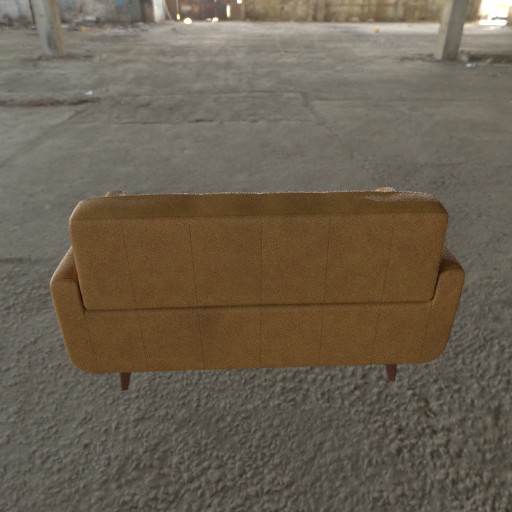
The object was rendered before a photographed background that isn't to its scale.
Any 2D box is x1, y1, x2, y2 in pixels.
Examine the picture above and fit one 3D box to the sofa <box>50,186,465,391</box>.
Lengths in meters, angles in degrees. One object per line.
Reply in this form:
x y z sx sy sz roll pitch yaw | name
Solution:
0.000 0.000 2.219 1.651 0.925 0.952 -1 30 -2 | sofa
